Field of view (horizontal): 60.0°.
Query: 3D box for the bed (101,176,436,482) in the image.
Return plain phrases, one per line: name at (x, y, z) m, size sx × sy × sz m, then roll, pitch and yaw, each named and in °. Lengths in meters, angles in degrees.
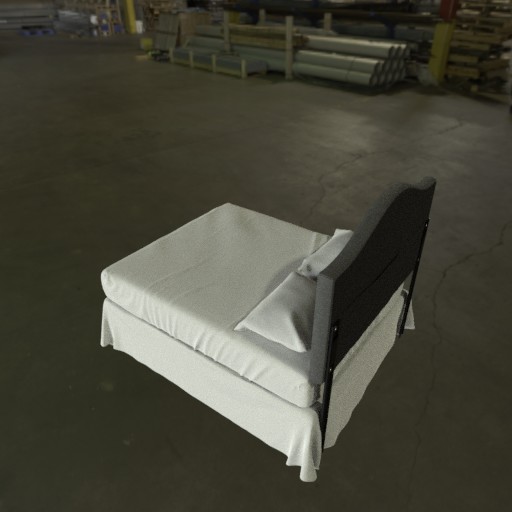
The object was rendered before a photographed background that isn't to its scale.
bed at (0.000, 0.000, 3.502) m, size 2.221 × 1.645 × 1.876 m, roll 21°, pitch 38°, yaw 30°
